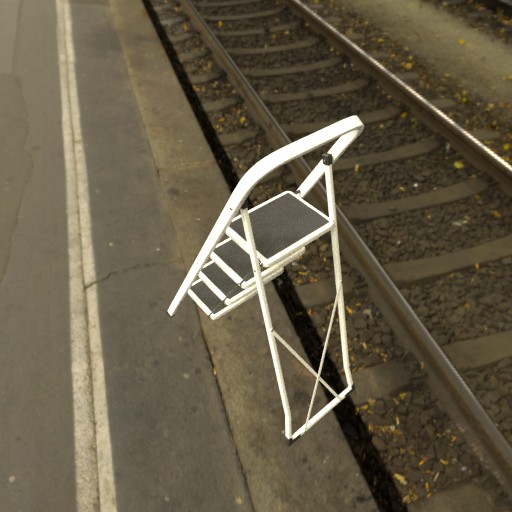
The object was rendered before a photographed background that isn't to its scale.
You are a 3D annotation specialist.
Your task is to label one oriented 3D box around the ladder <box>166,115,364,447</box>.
[{"bbox_3d":[0.000,0.000,1.703,0.460,1.265,0.914,-30,53,-26],"label":"ladder"}]
